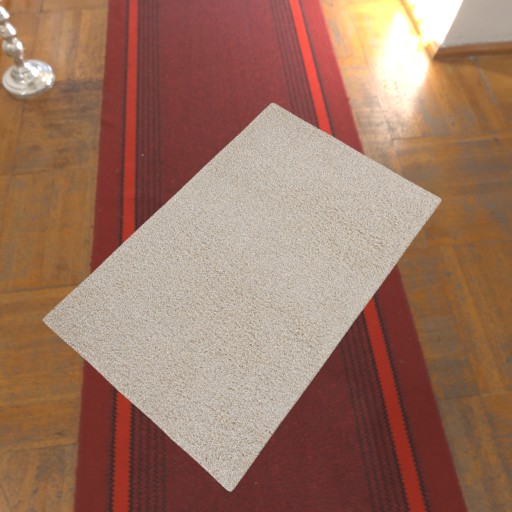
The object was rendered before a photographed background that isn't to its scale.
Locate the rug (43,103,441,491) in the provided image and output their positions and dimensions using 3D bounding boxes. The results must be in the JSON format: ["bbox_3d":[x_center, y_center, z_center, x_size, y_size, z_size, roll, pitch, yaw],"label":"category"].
[{"bbox_3d":[0.000,0.000,3.444,1.778,0.030,2.743,35,68,16],"label":"rug"}]
